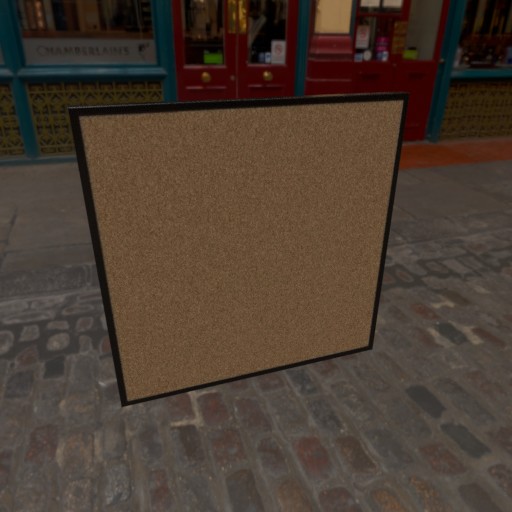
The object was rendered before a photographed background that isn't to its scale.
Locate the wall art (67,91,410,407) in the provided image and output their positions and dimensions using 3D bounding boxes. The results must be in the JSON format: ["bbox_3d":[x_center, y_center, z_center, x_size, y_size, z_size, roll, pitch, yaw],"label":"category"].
[{"bbox_3d":[0.000,0.000,0.517,0.349,0.349,0.014,-8,28,-17],"label":"wall art"}]
